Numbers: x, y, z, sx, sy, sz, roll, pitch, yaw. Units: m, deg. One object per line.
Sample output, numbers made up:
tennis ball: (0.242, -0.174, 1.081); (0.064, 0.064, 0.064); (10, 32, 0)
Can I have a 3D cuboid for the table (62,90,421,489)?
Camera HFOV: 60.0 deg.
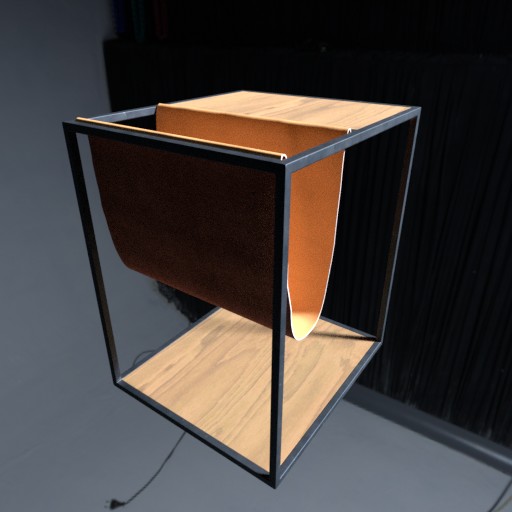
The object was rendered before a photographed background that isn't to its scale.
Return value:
table: (0.000, 0.000, 0.849); (0.399, 0.536, 0.450); (18, 33, 31)
